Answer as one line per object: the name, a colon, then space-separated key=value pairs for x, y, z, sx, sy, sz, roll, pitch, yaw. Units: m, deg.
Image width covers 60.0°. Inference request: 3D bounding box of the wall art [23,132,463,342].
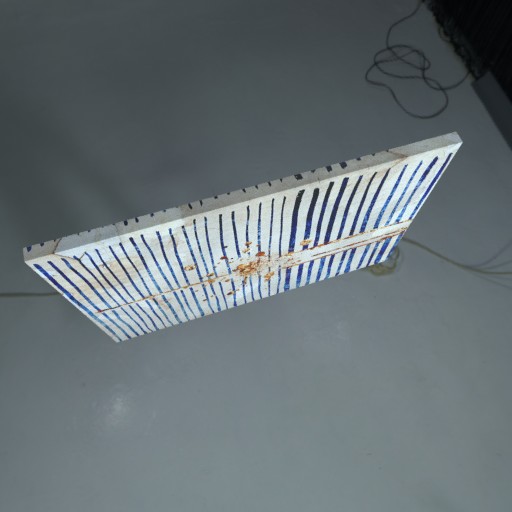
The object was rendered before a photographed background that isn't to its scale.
wall art: x=0.000 y=0.000 z=1.168 sx=0.919 sy=0.609 sz=0.030 roll=-16 pitch=66 yaw=-7
